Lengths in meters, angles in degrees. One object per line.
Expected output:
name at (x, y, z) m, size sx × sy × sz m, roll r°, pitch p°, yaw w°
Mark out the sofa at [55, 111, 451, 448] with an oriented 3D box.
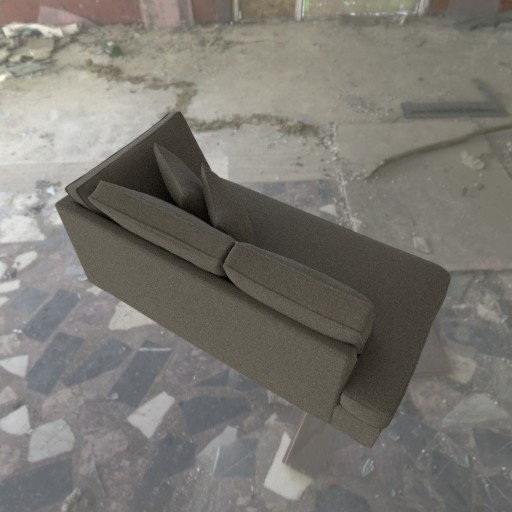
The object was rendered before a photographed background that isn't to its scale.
sofa at (0.000, 0.000, 2.812) m, size 2.237 × 1.033 × 1.110 m, roll 25°, pitch 53°, yaw 21°
